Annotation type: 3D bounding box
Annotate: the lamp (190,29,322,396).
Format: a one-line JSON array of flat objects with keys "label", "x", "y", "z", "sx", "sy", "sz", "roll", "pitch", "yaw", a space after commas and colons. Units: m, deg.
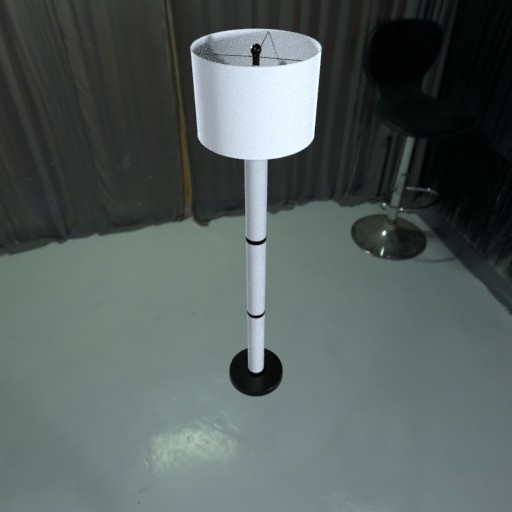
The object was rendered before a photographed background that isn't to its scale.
[{"label": "lamp", "x": 0.000, "y": 0.000, "z": 1.788, "sx": 0.377, "sy": 1.599, "sz": 0.377, "roll": -12, "pitch": 42, "yaw": -13}]
